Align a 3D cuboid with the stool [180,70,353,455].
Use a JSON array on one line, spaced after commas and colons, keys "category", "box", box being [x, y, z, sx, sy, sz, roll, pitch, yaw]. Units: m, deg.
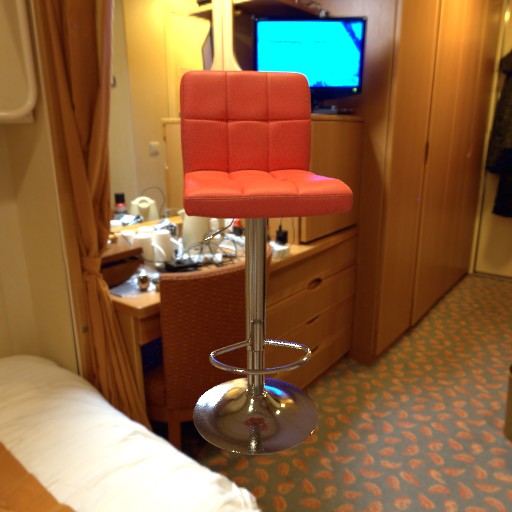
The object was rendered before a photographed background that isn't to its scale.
[{"category": "stool", "box": [0.000, 0.000, 1.366, 0.430, 1.115, 0.505, -2, 16, -8]}]
